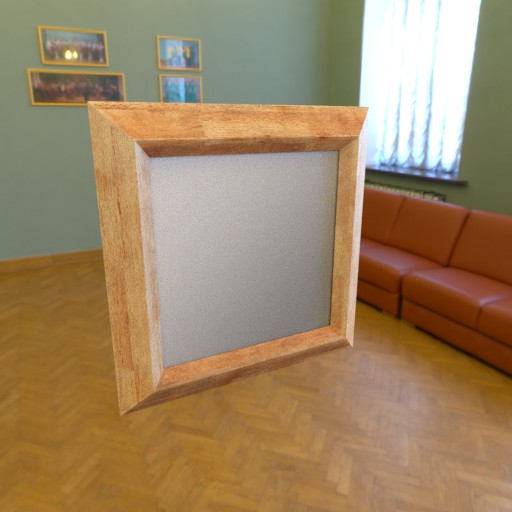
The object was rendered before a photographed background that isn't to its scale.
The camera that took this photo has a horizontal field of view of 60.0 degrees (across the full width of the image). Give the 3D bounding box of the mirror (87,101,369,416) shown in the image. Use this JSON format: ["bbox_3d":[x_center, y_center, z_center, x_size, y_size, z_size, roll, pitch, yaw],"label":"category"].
[{"bbox_3d":[0.000,0.000,1.003,0.651,0.651,0.047,-9,19,-27],"label":"mirror"}]
